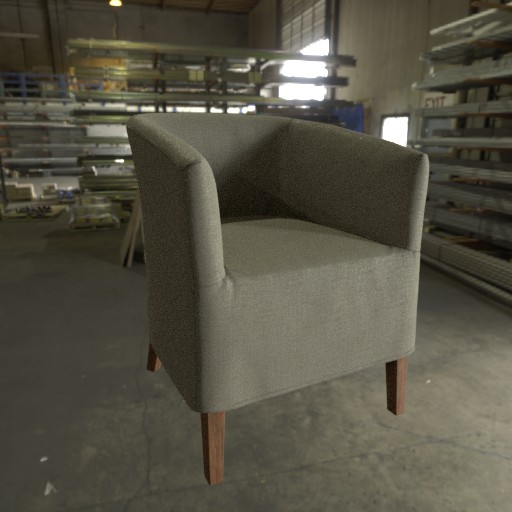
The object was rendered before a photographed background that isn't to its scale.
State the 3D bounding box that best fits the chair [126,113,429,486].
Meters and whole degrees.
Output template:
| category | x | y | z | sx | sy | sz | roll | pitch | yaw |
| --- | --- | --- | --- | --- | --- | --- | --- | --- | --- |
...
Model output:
| category | x | y | z | sx | sy | sz | roll | pitch | yaw |
| --- | --- | --- | --- | --- | --- | --- | --- | --- | --- |
| chair | 0.000 | 0.000 | 1.215 | 0.600 | 0.771 | 0.668 | -8 | 17 | -27 |
